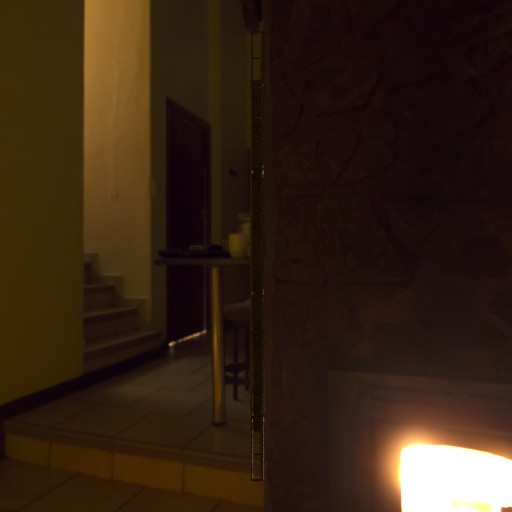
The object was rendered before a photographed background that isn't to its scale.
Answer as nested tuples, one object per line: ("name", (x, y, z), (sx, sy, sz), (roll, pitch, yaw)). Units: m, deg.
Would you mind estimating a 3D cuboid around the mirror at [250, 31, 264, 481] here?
("mirror", (0.000, 0.000, 1.412), (0.037, 1.192, 0.565), (0, 0, -1))
